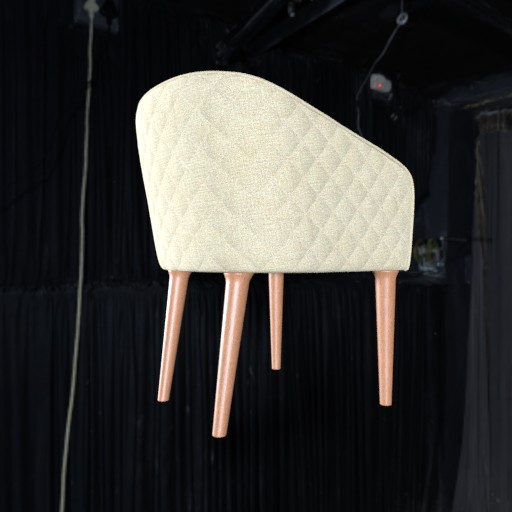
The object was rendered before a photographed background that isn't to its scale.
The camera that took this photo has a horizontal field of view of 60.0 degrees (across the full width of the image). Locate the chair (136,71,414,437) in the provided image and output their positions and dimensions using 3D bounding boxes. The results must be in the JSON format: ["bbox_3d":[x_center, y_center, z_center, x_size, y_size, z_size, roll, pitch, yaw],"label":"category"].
[{"bbox_3d":[0.000,0.000,1.196,0.616,0.775,0.584,0,0,-36],"label":"chair"}]
